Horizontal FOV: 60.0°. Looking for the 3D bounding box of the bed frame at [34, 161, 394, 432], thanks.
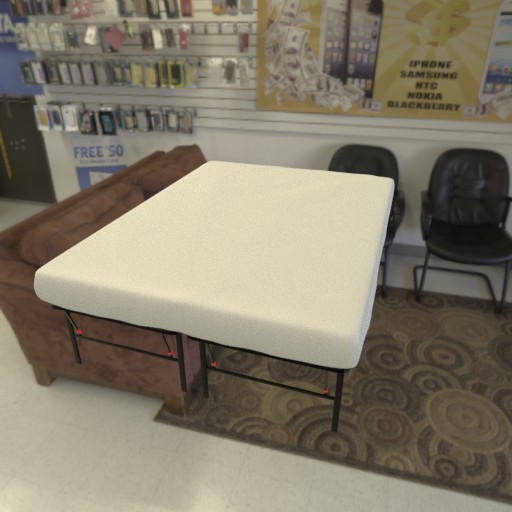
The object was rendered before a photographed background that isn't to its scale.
[{"bbox_3d":[0.000,0.000,2.901,1.584,0.667,2.151,9,29,17],"label":"bed frame"}]
